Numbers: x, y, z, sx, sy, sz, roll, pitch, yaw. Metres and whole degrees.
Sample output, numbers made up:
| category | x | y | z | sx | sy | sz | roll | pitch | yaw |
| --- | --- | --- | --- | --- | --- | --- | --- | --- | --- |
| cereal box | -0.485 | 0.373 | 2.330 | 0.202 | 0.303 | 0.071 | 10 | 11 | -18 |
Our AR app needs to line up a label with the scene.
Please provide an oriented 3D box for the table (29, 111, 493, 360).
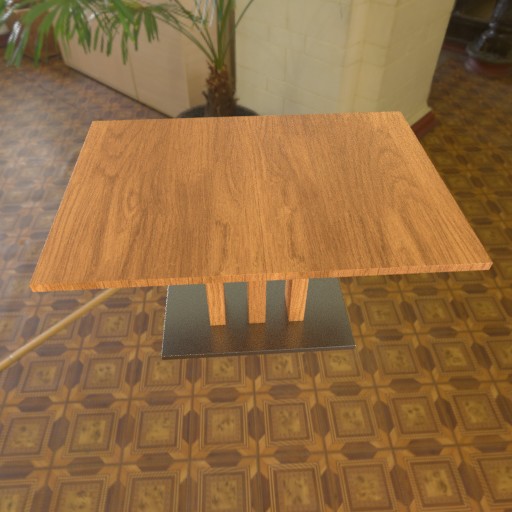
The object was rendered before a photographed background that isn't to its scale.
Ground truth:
| category | x | y | z | sx | sy | sz | roll | pitch | yaw |
| --- | --- | --- | --- | --- | --- | --- | --- | --- | --- |
| table | 0.000 | 0.000 | 1.827 | 1.300 | 0.770 | 0.900 | -3 | 45 | -3 |
